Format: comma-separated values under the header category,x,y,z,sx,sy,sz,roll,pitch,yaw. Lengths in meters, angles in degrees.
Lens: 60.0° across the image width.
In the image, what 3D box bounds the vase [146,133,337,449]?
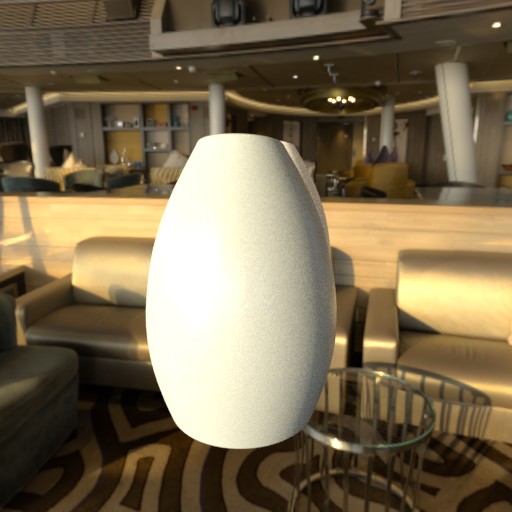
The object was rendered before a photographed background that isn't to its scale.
category,x,y,z,sx,sy,sz,roll,pitch,yaw
vase,0.000,0.000,0.255,0.089,0.131,0.187,2,13,8
